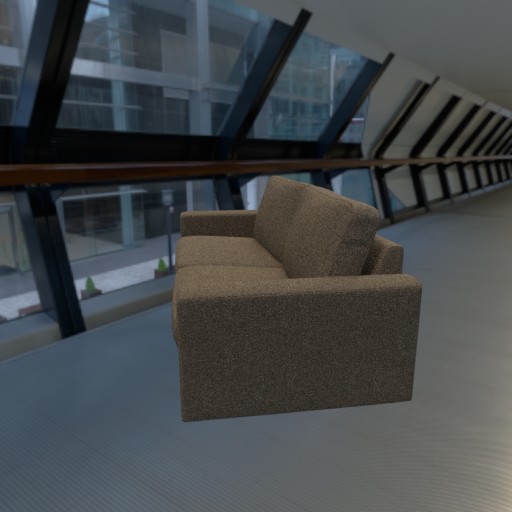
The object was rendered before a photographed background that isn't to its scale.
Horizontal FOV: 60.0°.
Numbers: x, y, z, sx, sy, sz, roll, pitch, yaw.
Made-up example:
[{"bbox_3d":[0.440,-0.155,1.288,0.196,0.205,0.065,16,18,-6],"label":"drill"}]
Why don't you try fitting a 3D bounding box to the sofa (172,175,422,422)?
[{"bbox_3d":[0.000,0.000,2.764,1.016,0.873,2.179,-2,14,-9],"label":"sofa"}]
